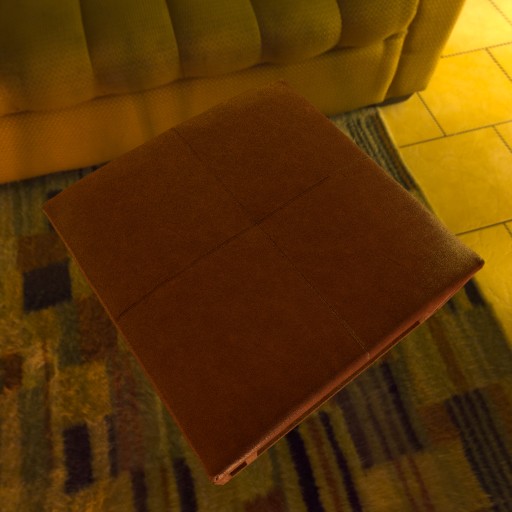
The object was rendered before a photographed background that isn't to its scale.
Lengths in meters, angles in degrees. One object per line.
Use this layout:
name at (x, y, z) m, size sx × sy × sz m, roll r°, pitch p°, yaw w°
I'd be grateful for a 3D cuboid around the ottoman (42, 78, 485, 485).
ottoman at (0.000, 0.000, 1.536) m, size 1.013 × 0.442 × 1.016 m, roll -33°, pitch 67°, yaw -16°
